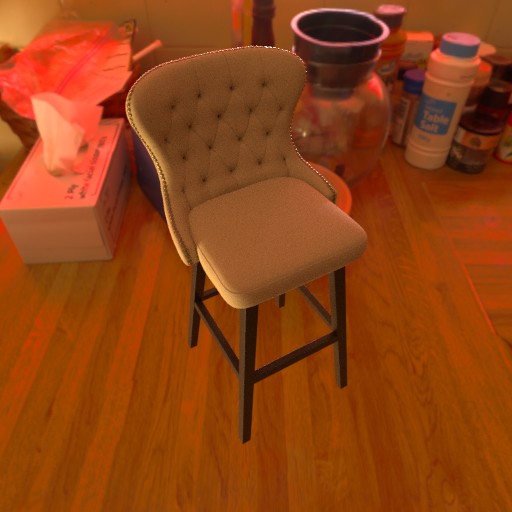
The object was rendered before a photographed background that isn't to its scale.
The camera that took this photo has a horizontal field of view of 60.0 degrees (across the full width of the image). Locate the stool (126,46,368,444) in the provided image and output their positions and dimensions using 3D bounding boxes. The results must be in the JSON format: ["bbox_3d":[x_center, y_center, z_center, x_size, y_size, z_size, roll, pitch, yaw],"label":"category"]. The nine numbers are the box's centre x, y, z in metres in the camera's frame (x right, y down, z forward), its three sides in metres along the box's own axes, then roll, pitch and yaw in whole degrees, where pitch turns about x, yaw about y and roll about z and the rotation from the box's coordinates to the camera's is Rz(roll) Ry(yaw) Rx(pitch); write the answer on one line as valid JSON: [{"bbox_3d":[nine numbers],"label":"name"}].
[{"bbox_3d":[0.000,0.000,1.403,0.528,1.066,0.605,-22,48,-21],"label":"stool"}]
